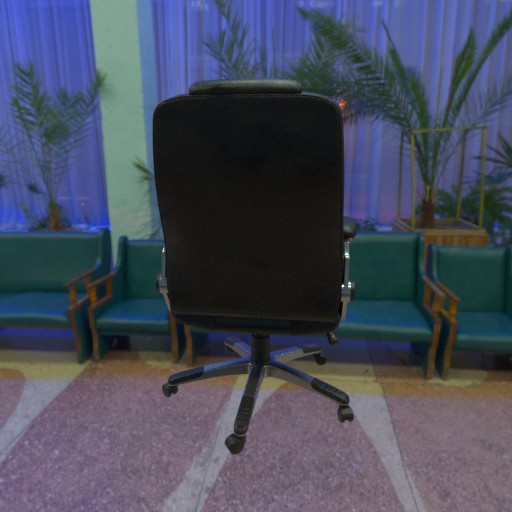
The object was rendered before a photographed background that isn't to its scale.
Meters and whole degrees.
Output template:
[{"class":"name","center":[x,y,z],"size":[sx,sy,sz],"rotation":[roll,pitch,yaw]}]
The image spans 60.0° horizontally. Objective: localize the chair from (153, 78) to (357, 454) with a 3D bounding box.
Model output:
[{"class":"chair","center":[0.000,0.000,1.523],"size":[0.697,1.075,0.689],"rotation":[2,15,8]}]
